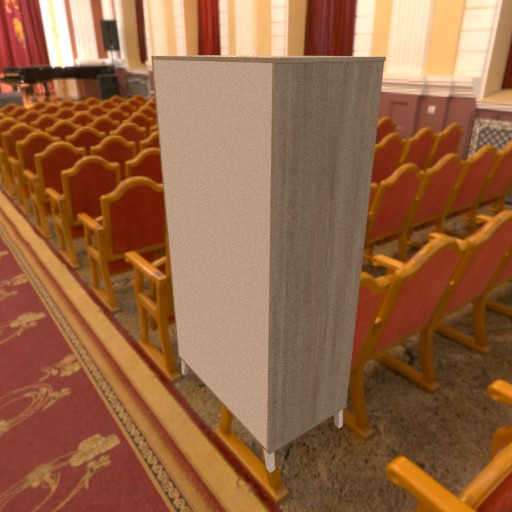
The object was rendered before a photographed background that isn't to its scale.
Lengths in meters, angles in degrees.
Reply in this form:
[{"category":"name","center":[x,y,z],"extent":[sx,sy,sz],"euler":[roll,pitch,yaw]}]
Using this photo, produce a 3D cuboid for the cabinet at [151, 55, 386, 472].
[{"category":"cabinet","center":[0.000,0.000,2.433],"extent":[0.571,1.999,1.006],"euler":[-17,30,-32]}]
